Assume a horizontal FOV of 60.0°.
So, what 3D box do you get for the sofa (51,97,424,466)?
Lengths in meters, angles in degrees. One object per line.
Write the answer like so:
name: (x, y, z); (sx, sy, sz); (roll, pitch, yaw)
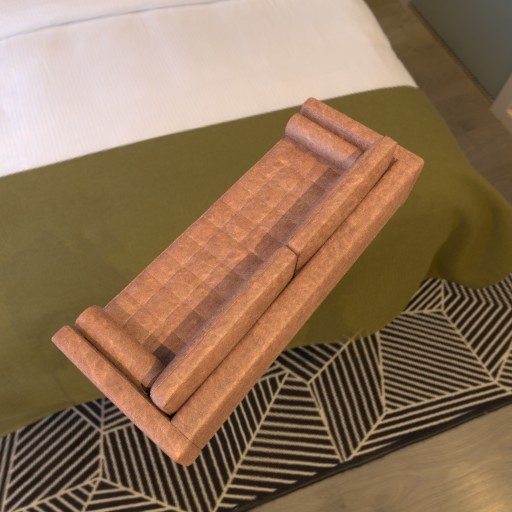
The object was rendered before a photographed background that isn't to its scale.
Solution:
sofa: (0.000, 0.000, 2.639); (0.914, 0.762, 2.210); (36, 68, 17)
